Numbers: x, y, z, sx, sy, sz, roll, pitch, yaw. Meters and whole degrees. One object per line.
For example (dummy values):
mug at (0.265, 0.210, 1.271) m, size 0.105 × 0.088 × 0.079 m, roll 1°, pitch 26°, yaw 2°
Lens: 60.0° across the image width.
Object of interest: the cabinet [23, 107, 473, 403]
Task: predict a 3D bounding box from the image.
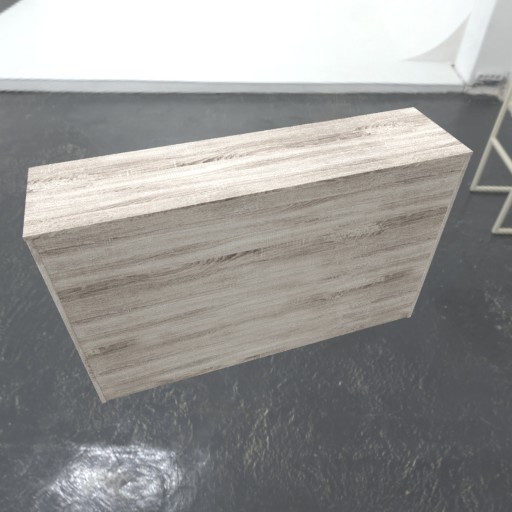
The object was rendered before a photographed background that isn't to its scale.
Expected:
cabinet at (0.000, 0.000, 1.800) m, size 1.450 × 0.900 × 0.380 m, roll -13°, pitch 45°, yaw -13°
